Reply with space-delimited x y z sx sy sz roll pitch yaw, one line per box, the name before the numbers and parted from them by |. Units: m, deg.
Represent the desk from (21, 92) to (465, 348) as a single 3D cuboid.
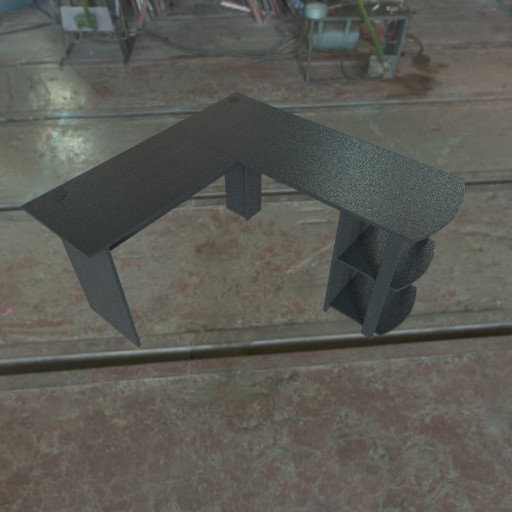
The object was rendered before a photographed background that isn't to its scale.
desk | 0.000 0.000 2.070 1.361 0.716 1.303 30 53 27
